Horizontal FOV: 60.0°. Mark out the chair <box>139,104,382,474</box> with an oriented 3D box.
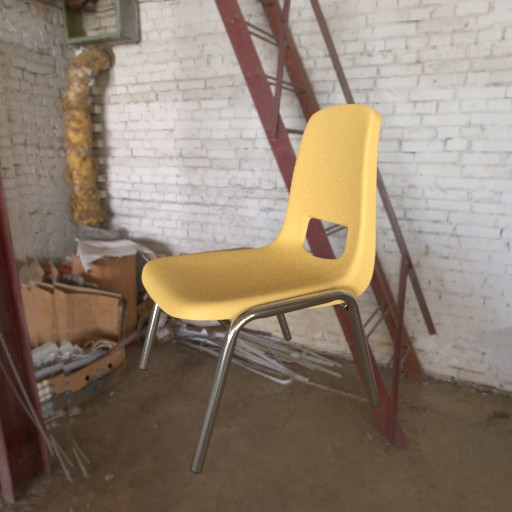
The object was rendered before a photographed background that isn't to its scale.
[{"bbox_3d":[0.000,0.000,0.810,0.385,0.536,0.354,-7,16,-26],"label":"chair"}]
